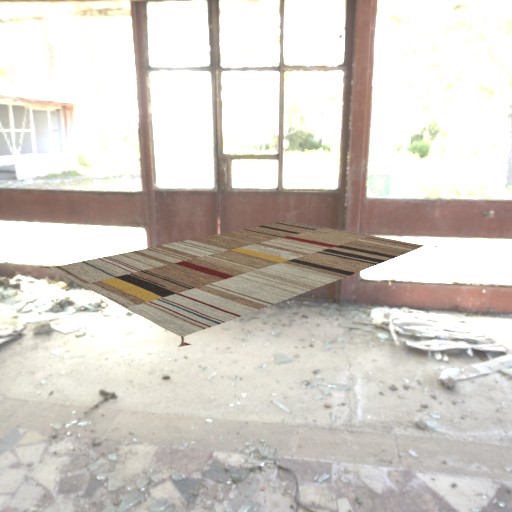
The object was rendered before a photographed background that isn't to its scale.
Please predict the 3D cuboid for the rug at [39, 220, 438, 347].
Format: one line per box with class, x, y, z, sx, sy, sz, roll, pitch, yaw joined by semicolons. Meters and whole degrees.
rug;0.000;0.000;2.476;1.918;0.007;1.268;-15;21;-43
